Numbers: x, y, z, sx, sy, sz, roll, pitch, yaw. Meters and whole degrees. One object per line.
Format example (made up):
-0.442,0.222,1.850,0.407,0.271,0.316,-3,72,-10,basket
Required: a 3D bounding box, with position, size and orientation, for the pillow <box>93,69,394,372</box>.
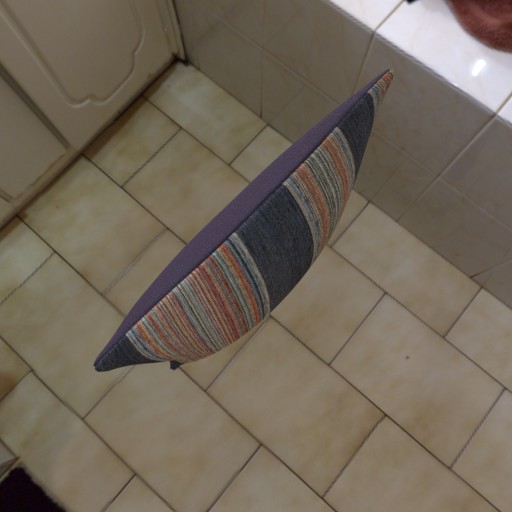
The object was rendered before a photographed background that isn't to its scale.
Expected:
0.000,0.000,0.636,0.136,0.419,0.437,42,80,10,pillow
